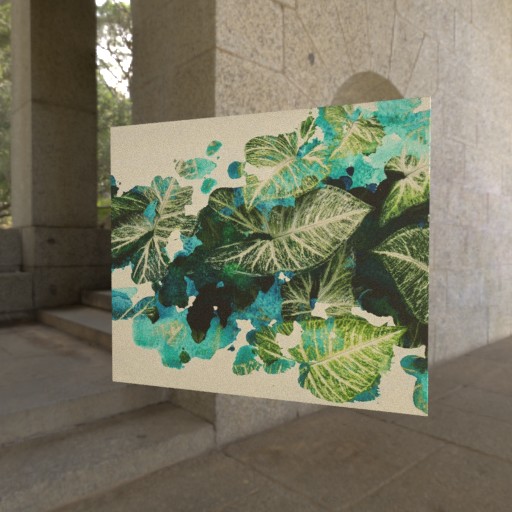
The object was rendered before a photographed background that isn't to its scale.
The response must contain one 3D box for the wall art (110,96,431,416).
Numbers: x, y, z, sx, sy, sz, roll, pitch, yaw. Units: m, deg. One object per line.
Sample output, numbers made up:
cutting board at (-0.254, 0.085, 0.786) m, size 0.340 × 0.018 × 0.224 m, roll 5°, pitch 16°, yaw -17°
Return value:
wall art at (0.000, 0.000, 0.699) m, size 0.507 × 0.435 × 0.041 m, roll 0°, pitch 2°, yaw 18°
